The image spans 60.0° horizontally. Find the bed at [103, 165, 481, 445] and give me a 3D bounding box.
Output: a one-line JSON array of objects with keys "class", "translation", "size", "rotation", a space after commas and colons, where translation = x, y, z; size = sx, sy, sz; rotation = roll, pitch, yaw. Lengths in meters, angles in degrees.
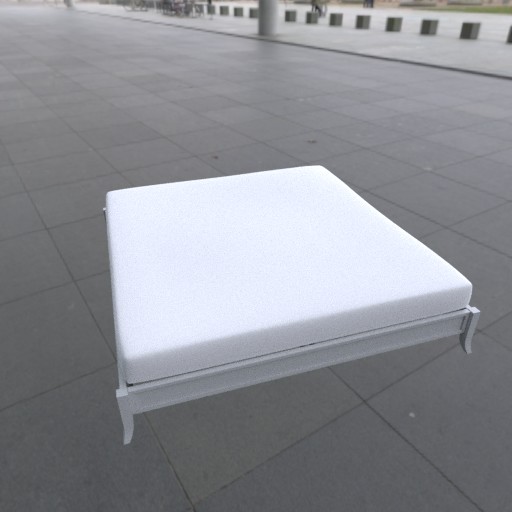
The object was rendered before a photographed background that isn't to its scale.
[{"class": "bed", "translation": [0.000, 0.000, 3.093], "size": [2.007, 0.510, 2.108], "rotation": [-10, 32, -15]}]
